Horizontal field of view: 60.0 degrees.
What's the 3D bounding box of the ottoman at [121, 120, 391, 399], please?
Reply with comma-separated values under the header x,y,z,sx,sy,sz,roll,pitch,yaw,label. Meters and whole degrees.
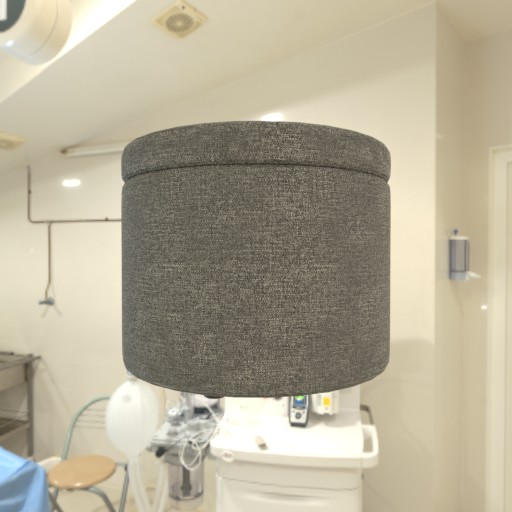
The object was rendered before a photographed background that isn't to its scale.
x,y,z,sx,sy,sz,roll,pitch,yaw,label
0.000,0.000,0.862,0.500,0.419,0.500,0,1,0,ottoman
